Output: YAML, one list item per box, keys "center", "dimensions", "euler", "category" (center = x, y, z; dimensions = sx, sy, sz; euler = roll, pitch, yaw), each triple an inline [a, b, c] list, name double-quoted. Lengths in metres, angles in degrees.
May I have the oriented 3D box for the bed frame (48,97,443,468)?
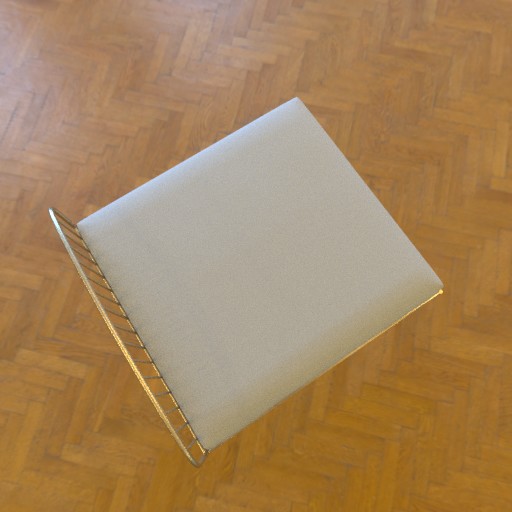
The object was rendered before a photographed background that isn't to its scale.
- center: [0.000, 0.000, 3.376]
  dimensions: [2.152, 1.174, 2.016]
  euler: [-32, 77, -8]
  category: "bed frame"
